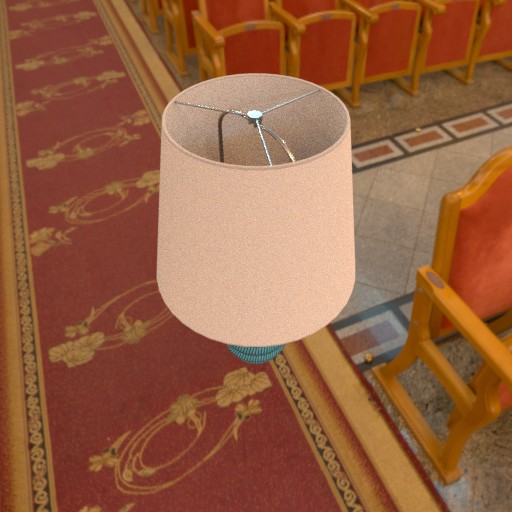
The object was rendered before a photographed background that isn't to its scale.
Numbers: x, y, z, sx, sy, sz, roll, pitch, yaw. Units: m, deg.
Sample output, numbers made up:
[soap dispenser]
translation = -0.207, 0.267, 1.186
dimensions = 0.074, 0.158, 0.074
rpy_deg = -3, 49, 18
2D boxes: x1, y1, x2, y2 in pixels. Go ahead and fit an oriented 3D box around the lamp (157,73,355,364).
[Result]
[lamp]
translation = 0.000, 0.000, 0.565
dimensions = 0.254, 0.392, 0.254
rpy_deg = 0, 46, 0
